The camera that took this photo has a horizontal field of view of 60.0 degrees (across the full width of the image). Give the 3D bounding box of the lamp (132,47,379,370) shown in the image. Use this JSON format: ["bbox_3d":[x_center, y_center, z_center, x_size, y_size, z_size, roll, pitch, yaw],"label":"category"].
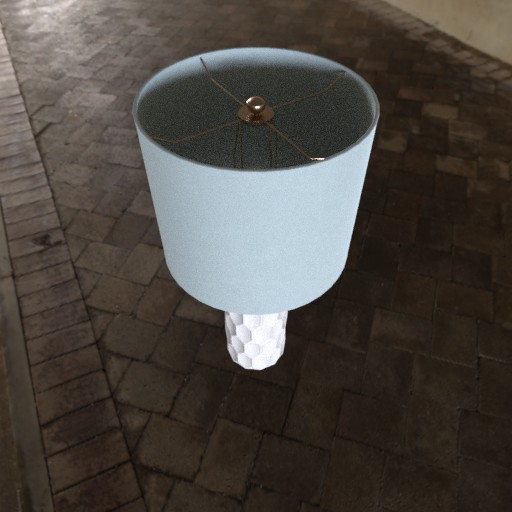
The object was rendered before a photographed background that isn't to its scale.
[{"bbox_3d":[0.000,0.000,0.701,0.277,0.534,0.277,4,48,4],"label":"lamp"}]
